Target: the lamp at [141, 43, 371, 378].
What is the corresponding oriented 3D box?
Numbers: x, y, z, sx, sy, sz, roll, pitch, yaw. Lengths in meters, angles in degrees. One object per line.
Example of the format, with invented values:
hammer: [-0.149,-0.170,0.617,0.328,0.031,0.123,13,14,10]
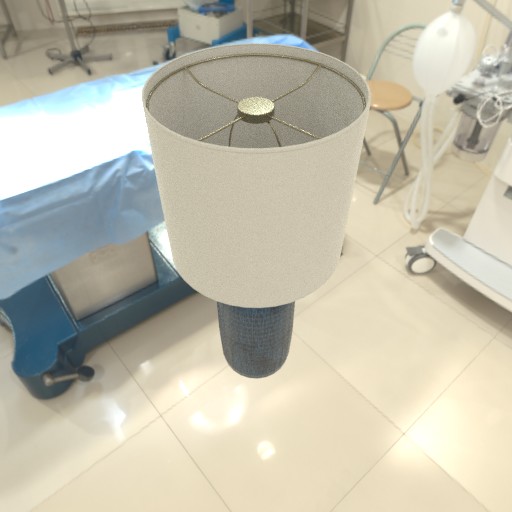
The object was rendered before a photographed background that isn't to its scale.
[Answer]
lamp: [0.000,0.000,0.602,0.220,0.475,0.220,-26,51,-23]
